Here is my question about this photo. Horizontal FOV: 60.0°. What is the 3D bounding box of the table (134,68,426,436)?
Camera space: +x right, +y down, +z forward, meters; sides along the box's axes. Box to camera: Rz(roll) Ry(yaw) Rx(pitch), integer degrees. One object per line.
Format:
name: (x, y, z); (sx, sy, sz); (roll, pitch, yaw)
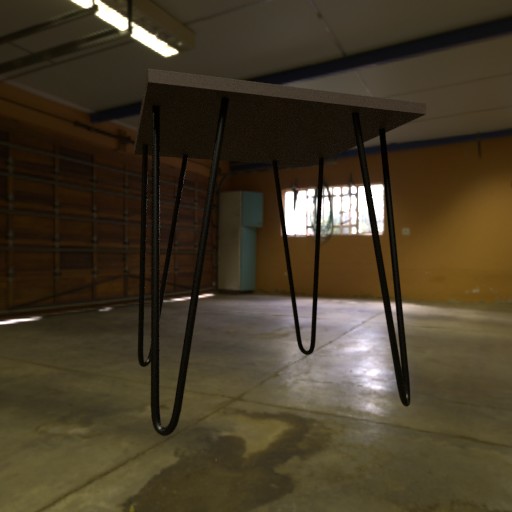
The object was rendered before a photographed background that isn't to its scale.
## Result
table: (0.000, 0.000, 0.972); (0.495, 0.559, 0.495); (0, 0, -18)
